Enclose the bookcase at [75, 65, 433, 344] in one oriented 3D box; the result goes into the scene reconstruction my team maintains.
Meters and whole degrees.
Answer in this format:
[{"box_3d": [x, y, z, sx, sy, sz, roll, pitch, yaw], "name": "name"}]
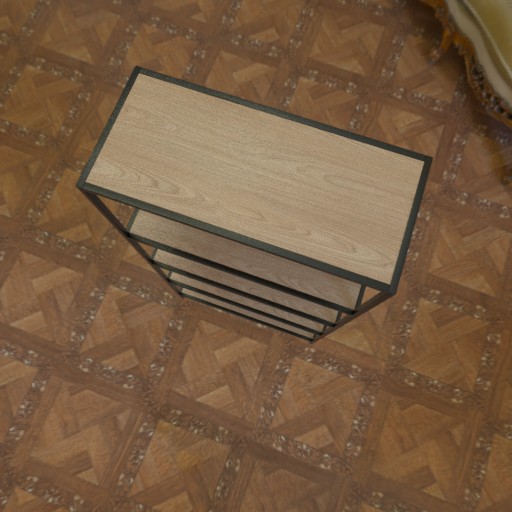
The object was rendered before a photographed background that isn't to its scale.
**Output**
[{"box_3d": [0.000, 0.000, 1.764, 0.770, 1.500, 0.350, 19, 75, 5], "name": "bookcase"}]
